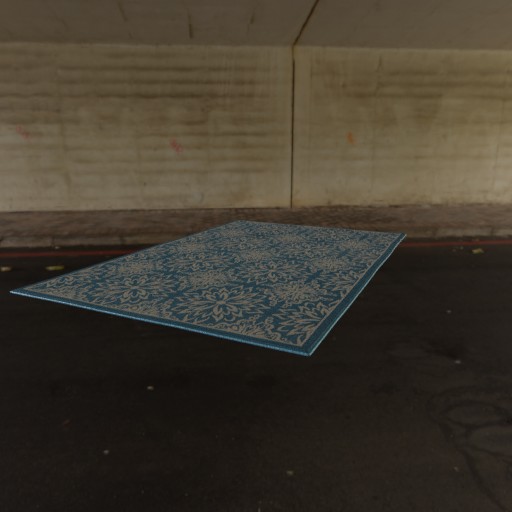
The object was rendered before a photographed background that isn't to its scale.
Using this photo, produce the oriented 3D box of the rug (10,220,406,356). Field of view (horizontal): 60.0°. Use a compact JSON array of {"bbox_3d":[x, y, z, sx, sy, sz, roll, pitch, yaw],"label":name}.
[{"bbox_3d":[0.000,0.000,2.243,1.211,0.012,1.833,7,16,25],"label":"rug"}]
